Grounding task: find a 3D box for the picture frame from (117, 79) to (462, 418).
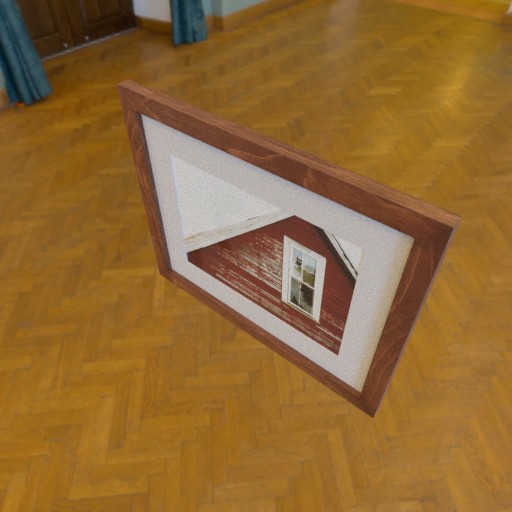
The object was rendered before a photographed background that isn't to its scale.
[{"bbox_3d":[0.000,0.000,0.764,0.559,0.457,0.025,30,52,26],"label":"picture frame"}]
